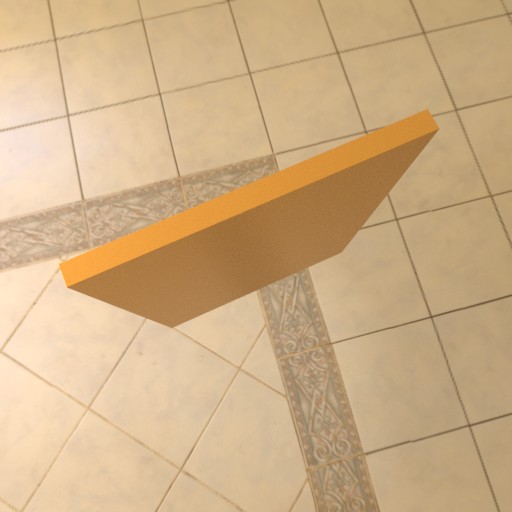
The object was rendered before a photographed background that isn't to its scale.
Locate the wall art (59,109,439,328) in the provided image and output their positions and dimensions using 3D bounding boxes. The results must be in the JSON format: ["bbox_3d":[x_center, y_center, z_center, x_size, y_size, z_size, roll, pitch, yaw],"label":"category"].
[{"bbox_3d":[0.000,0.000,1.060,0.610,0.812,0.038,-24,78,-5],"label":"wall art"}]
